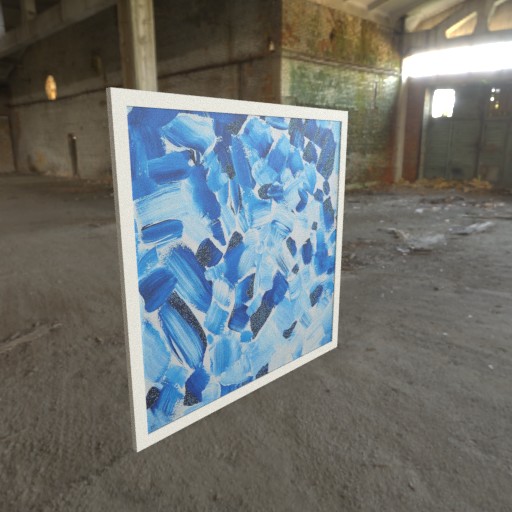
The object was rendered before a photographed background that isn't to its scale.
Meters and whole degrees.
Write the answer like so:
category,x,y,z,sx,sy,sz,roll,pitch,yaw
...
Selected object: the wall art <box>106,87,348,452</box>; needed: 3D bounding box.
category,x,y,z,sx,sy,sz,roll,pitch,yaw
wall art,0.000,0.000,1.004,0.015,0.660,0.660,13,19,43
